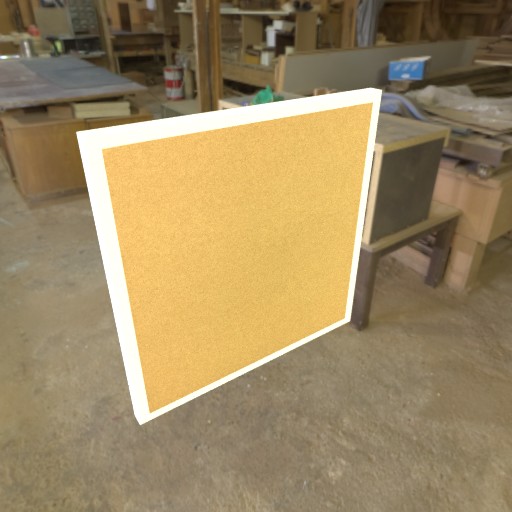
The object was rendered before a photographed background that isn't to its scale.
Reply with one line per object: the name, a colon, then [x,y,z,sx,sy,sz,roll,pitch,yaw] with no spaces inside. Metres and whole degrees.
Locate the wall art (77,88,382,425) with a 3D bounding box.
wall art: [0.000,0.000,1.170,0.763,0.761,0.038,-19,36,-29]
